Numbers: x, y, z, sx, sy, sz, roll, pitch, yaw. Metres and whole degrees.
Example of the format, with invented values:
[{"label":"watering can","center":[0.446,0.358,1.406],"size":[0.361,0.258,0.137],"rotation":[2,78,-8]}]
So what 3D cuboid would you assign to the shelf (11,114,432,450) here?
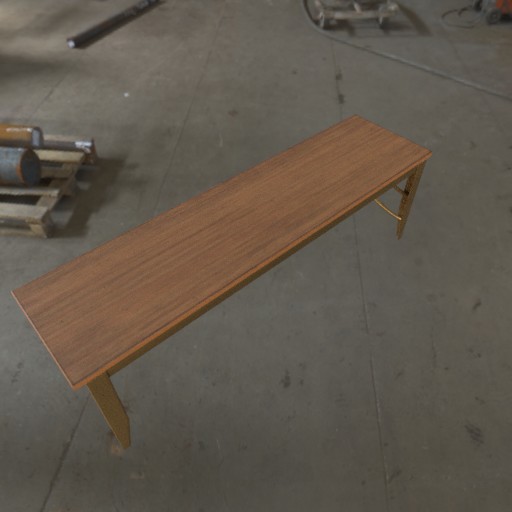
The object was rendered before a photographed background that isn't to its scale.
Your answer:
[{"label":"shelf","center":[0.000,0.000,0.700],"size":[0.636,0.190,0.166],"rotation":[-33,54,-27]}]
